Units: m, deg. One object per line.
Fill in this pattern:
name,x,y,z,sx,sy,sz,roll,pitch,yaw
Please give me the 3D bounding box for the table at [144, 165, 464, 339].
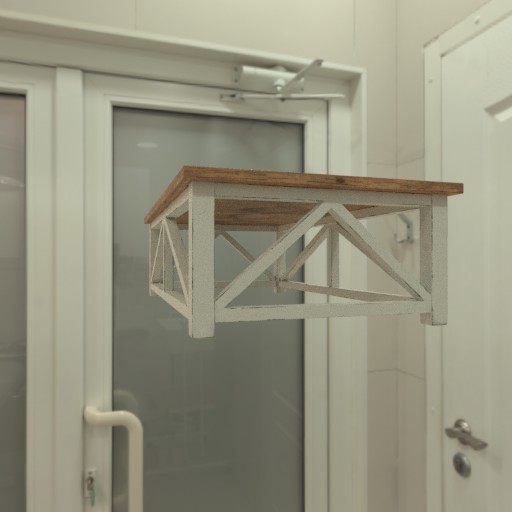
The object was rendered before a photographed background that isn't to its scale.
table,0.000,0.000,1.811,0.800,0.410,1.400,0,0,-18
